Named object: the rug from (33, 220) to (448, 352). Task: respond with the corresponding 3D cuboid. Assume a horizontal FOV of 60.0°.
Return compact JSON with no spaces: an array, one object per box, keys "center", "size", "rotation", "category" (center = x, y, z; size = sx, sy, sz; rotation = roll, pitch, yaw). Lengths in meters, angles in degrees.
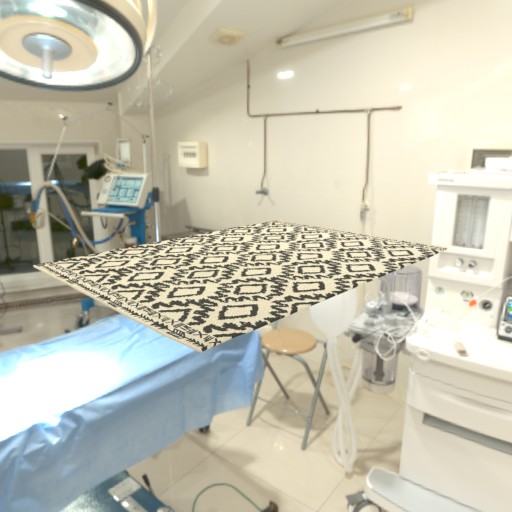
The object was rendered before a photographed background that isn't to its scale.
[{"center":[0.000,0.000,4.358],"size":[2.444,0.036,3.369],"rotation":[14,20,43],"category":"rug"}]
